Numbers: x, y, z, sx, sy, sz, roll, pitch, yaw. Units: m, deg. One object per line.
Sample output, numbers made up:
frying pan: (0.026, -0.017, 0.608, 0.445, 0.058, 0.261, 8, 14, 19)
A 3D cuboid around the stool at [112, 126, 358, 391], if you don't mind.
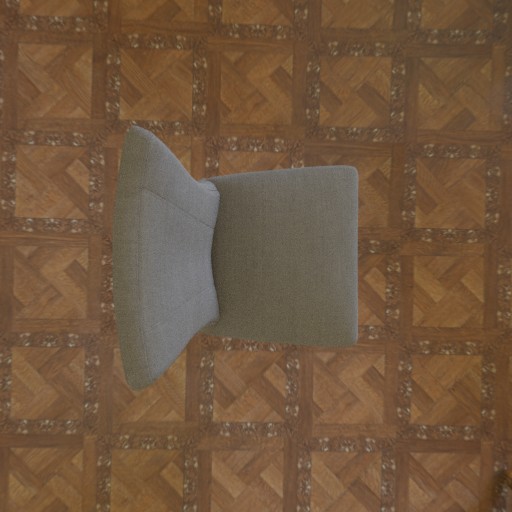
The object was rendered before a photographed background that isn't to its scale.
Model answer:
stool: (0.000, 0.000, 1.373, 0.574, 1.086, 0.514, 0, 91, -1)
